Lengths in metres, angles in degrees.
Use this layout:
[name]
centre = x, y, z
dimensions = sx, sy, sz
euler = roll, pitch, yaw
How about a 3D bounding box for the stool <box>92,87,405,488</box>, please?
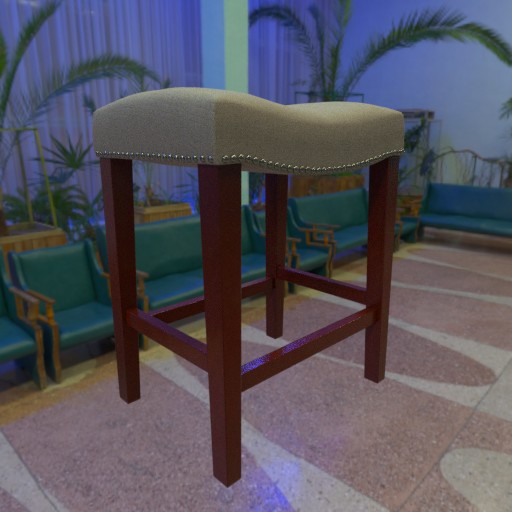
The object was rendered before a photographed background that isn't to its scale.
[stool]
centre = 0.000, 0.000, 0.935
dimensions = 0.509, 0.632, 0.375
euler = -14, 20, -42
